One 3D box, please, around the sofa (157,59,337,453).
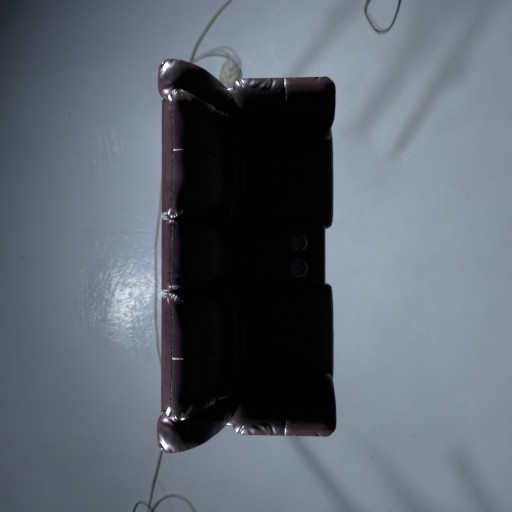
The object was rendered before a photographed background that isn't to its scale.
[{"bbox_3d":[0.000,0.000,2.607,0.991,1.043,2.058,0,89,0],"label":"sofa"}]
